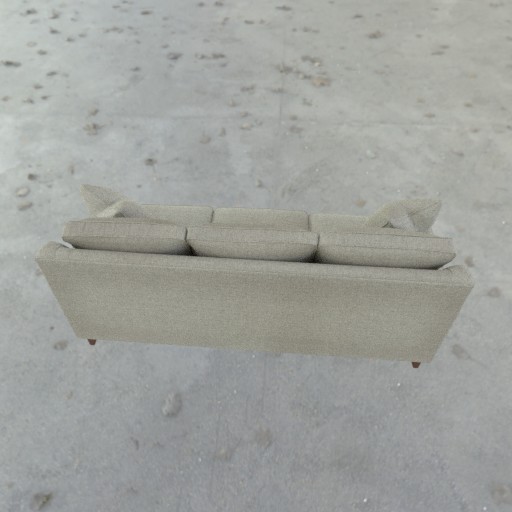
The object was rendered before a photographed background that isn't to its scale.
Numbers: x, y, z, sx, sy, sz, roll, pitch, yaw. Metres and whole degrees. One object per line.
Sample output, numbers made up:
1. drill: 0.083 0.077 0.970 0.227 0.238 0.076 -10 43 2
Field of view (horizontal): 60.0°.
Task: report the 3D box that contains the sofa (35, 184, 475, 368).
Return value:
1. sofa: 0.000 0.000 2.550 2.031 0.914 0.865 3 47 3
